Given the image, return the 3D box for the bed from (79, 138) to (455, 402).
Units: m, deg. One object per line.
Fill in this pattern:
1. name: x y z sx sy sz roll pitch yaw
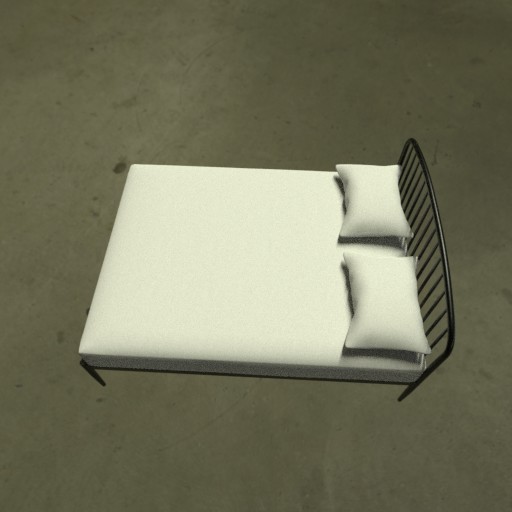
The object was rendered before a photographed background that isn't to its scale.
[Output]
1. bed: 0.000 0.000 3.112 2.159 1.166 1.618 2 57 2
